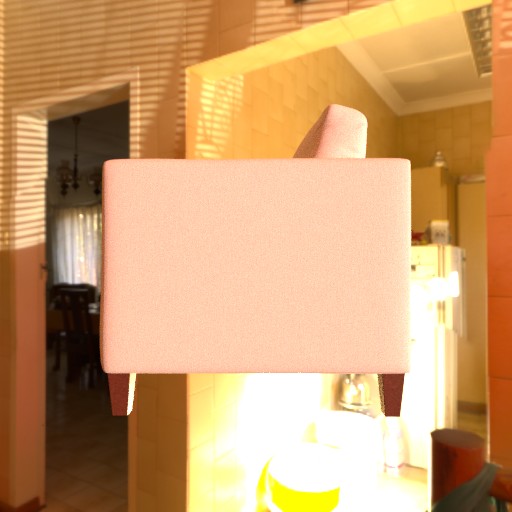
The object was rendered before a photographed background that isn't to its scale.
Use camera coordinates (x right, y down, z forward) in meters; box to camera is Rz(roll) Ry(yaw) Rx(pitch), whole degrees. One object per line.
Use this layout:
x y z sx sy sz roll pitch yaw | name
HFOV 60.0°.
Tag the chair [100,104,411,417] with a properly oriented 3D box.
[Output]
0.000 0.000 1.685 0.878 0.885 1.019 0 0 1 | chair
